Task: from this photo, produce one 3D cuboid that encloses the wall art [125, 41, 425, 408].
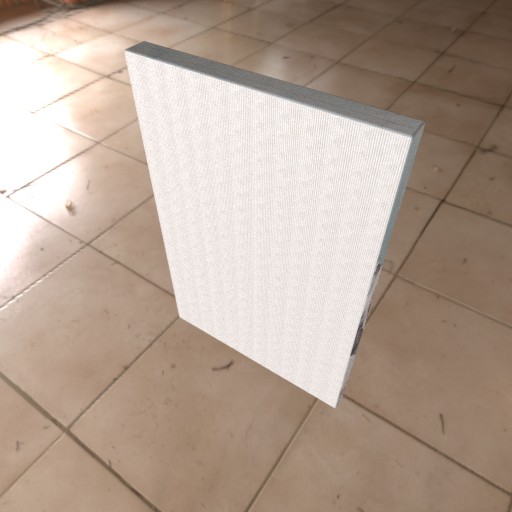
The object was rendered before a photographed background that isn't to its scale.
[{"bbox_3d":[0.000,0.000,1.129,0.609,0.911,0.061,26,51,23],"label":"wall art"}]
